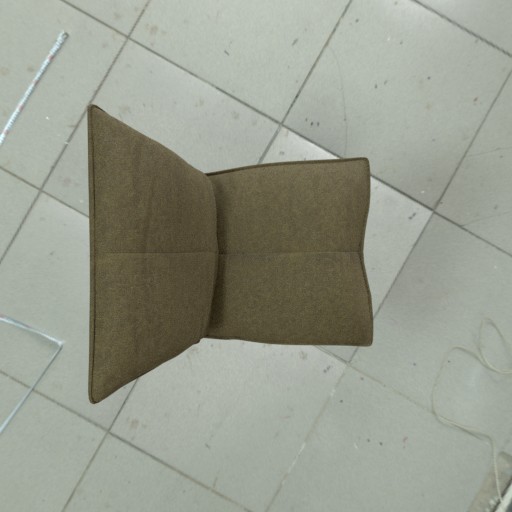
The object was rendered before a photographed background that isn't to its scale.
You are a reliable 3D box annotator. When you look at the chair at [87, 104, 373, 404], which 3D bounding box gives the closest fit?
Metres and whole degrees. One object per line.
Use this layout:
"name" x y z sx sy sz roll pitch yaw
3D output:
"chair" 0.000 0.000 1.271 0.696 0.811 0.597 0 90 -1
